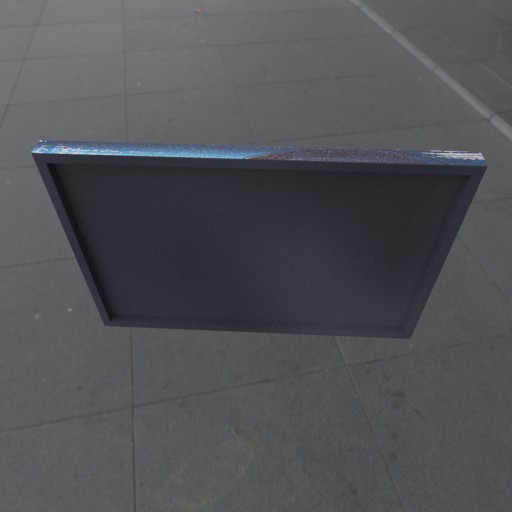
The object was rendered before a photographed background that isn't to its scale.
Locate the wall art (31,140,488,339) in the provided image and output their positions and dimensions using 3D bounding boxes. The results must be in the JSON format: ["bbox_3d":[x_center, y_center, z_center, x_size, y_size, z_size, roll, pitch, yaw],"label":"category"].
[{"bbox_3d":[0.000,0.000,0.747,0.609,0.406,0.033,2,46,2],"label":"wall art"}]
